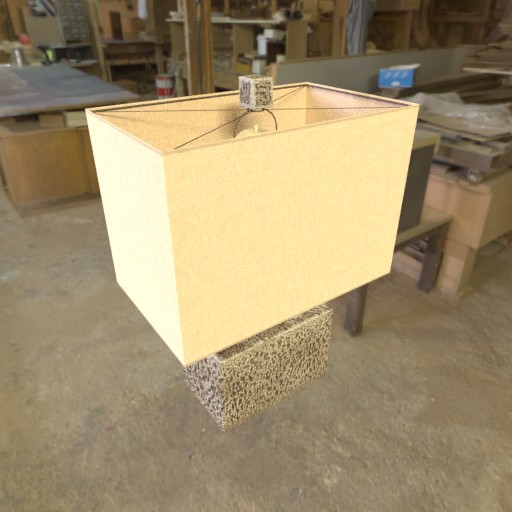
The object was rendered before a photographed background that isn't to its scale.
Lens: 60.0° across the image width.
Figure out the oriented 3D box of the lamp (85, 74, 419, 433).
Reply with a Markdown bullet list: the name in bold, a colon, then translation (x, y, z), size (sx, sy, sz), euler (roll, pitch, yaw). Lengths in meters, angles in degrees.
- **lamp**: translation (0.000, 0.000, 0.543), size (0.294, 0.411, 0.180), euler (-19, 35, -30)
